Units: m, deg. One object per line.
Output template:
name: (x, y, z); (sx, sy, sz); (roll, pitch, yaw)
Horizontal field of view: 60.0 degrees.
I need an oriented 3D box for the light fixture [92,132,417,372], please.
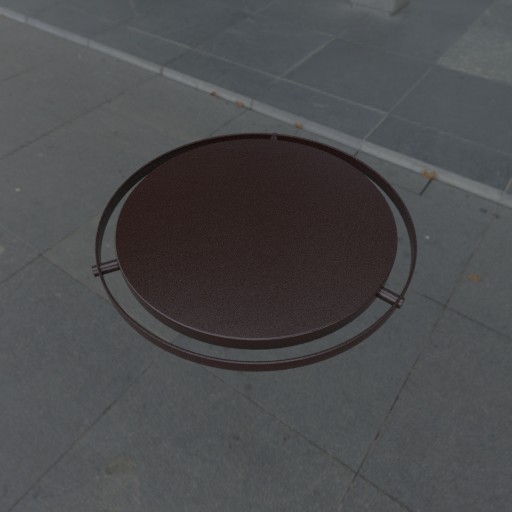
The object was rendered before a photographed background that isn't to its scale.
light fixture: (0.000, 0.000, 0.555); (0.361, 0.130, 0.361); (0, 49, 0)
